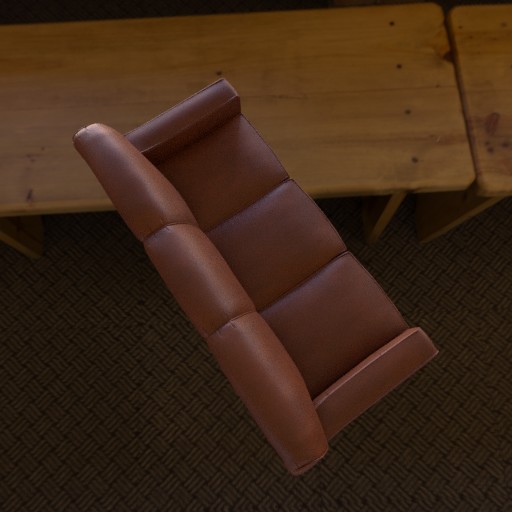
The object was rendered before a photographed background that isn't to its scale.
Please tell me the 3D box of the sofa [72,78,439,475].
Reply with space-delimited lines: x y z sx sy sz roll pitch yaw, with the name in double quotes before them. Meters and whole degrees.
"sofa" 0.000 0.000 2.585 1.008 0.953 2.039 -34 78 -8
